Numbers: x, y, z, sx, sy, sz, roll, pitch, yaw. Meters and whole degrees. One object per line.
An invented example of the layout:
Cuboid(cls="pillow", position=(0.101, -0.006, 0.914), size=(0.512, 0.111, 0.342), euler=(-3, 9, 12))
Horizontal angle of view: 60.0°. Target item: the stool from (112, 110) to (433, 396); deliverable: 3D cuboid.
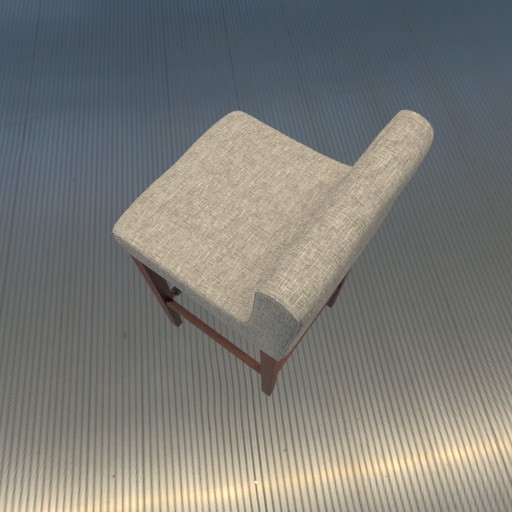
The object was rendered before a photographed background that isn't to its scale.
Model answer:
Cuboid(cls="stool", position=(0.000, 0.000, 1.073), size=(0.459, 0.835, 0.417), euler=(33, 68, 16))
